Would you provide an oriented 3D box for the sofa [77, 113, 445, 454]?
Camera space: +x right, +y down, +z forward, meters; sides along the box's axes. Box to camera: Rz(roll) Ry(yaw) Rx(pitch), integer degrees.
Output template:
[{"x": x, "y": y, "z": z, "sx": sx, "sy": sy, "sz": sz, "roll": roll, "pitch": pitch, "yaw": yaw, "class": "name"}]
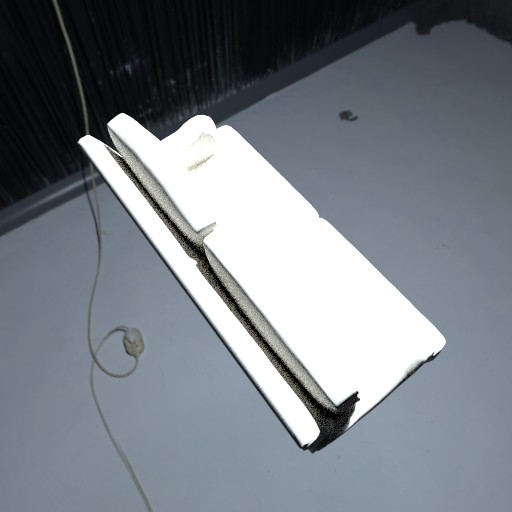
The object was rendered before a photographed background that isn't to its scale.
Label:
[{"x": 0.000, "y": 0.000, "z": 2.695, "sx": 1.086, "sy": 1.087, "sz": 2.159, "roll": -32, "pitch": 64, "yaw": -18, "class": "sofa"}]
